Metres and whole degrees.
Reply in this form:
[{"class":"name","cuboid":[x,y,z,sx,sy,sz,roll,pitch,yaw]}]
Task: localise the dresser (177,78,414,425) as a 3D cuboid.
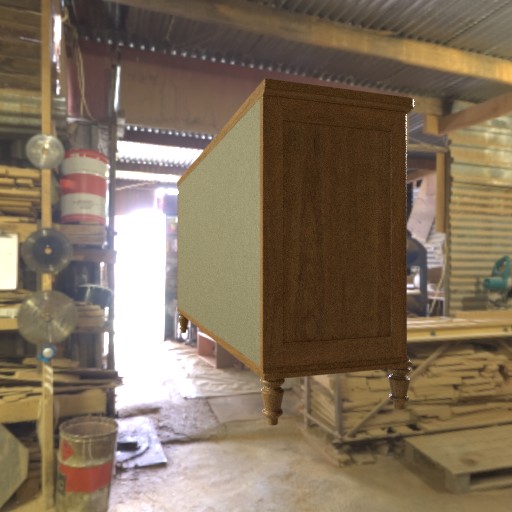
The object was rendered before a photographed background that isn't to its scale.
[{"class":"dresser","cuboid":[0.000,0.000,1.946,0.468,0.892,1.583,0,0,-18]}]
